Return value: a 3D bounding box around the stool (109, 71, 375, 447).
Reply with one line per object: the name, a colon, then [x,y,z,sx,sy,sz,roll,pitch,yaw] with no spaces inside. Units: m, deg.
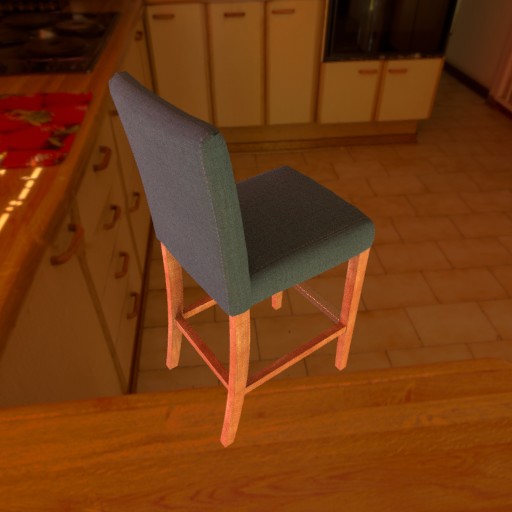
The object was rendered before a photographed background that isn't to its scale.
stool: [0.000,0.000,1.361,0.574,1.088,0.454,-25,46,-27]
